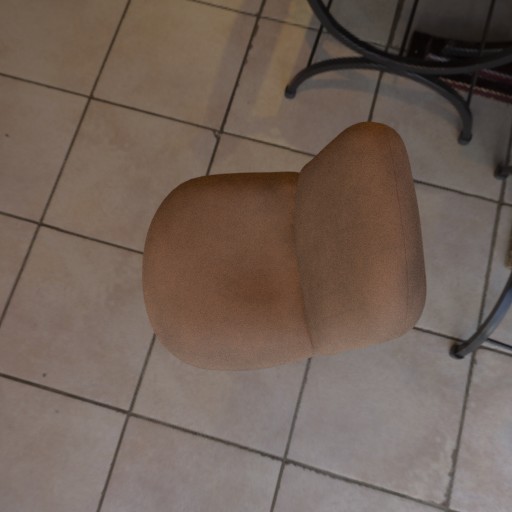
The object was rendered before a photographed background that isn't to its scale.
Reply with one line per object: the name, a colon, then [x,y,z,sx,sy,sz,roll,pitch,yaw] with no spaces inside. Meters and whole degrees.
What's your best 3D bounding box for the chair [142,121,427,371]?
chair: [0.000,0.000,1.032,0.597,0.594,0.521,-3,77,-1]
